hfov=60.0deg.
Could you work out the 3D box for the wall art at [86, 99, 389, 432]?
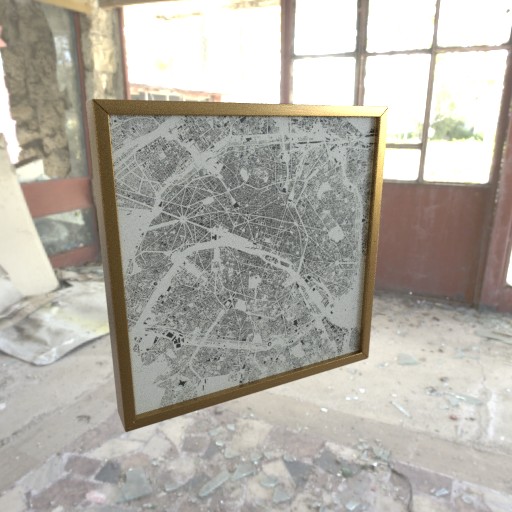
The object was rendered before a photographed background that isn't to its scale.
[{"bbox_3d":[0.000,0.000,0.468,0.305,0.305,0.037,-9,19,-27],"label":"wall art"}]
